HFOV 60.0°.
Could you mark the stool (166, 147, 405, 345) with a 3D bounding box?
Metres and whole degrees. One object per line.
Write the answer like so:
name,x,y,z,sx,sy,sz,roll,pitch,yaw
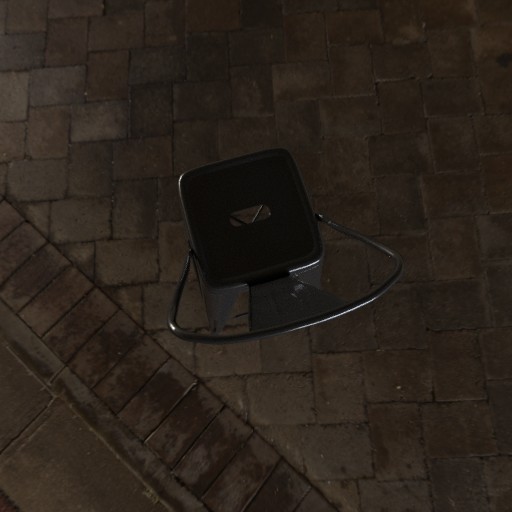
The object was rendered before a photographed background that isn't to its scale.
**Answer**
stool,0.000,0.000,1.253,0.432,1.022,0.528,-16,76,-4
